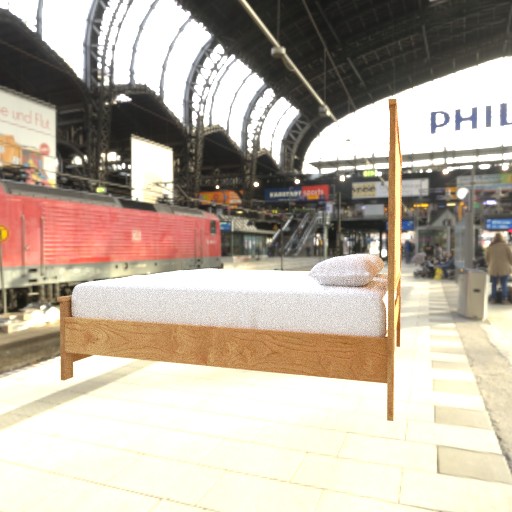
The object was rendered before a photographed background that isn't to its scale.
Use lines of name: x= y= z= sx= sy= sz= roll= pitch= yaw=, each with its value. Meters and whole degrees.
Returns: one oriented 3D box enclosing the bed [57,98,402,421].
bed: x=0.000 y=0.000 z=3.571 sx=2.201 sy=1.686 sz=1.936 roll=0 pitch=1 yaw=19
